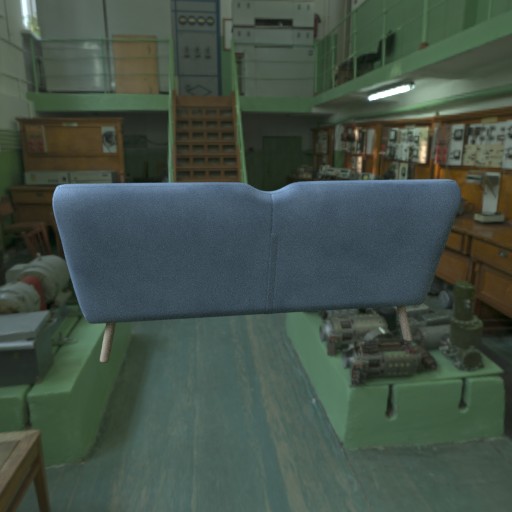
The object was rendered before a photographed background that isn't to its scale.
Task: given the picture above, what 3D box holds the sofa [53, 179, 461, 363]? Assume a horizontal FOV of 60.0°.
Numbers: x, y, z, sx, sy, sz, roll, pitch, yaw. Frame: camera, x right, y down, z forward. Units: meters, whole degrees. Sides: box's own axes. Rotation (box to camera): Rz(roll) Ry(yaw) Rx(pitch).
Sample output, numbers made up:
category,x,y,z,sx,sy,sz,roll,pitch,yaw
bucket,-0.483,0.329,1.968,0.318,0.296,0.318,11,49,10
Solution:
category,x,y,z,sx,sy,sz,roll,pitch,yaw
sofa,0.000,0.000,2.261,1.870,0.810,0.850,-2,14,-9
